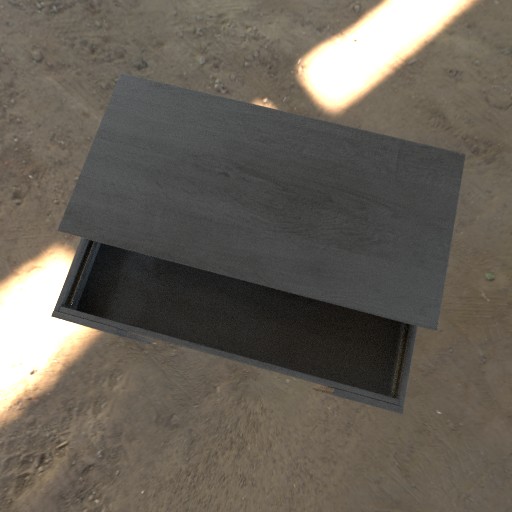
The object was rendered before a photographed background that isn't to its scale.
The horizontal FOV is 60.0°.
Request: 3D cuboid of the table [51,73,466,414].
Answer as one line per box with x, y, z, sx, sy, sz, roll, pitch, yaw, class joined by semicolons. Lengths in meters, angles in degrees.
0.000;0.000;1.433;1.000;0.570;0.711;15;76;4;table
